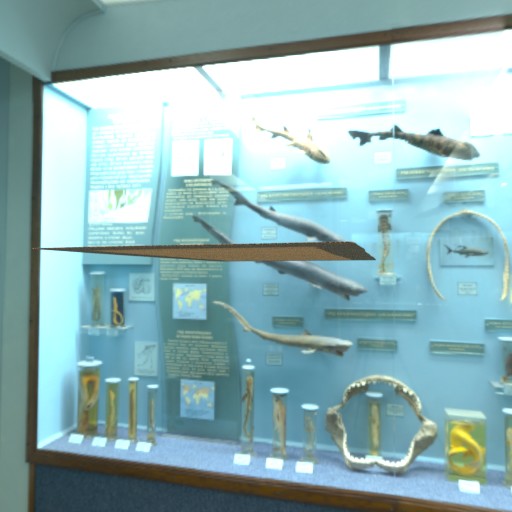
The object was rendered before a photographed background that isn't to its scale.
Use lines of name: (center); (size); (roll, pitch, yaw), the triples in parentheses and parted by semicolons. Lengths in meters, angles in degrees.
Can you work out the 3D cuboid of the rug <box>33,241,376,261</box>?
rug: (0.000, 0.000, 3.008); (1.521, 0.006, 2.435); (-1, -2, 17)
